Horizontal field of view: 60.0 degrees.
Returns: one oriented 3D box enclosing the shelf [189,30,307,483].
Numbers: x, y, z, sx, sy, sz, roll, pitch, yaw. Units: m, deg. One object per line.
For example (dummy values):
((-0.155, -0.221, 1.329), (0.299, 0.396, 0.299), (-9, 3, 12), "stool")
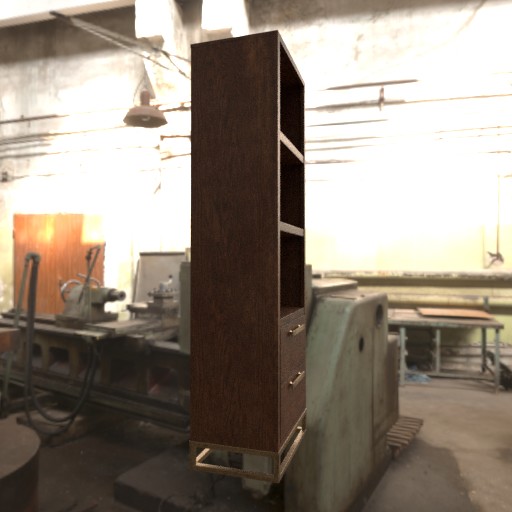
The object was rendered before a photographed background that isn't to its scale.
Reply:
((0.000, 0.000, 2.000), (0.395, 1.732, 0.539), (0, -1, 18), "shelf")
